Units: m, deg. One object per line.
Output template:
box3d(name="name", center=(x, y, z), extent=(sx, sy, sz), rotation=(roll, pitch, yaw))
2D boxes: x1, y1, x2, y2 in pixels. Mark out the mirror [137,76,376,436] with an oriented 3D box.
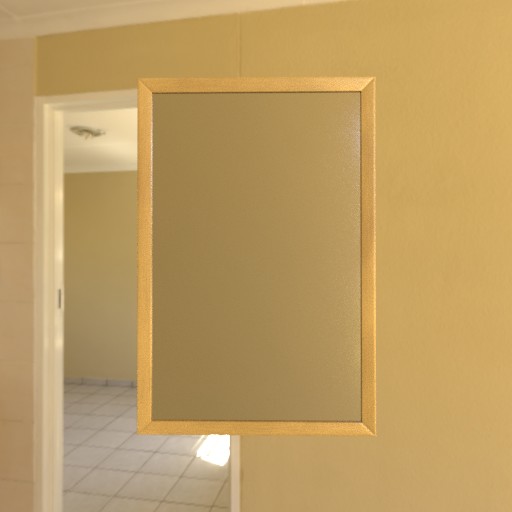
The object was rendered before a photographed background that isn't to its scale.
box3d(name="mirror", center=(0.000, 0.000, 1.152), extent=(0.609, 0.915, 0.040), rotation=(0, 0, 1))
